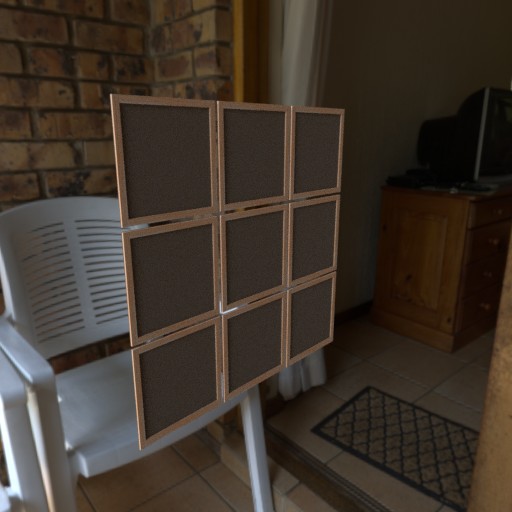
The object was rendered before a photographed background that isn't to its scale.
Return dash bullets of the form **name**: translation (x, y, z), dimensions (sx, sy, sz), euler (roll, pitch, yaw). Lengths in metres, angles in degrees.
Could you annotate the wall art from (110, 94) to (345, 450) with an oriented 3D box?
- **wall art**: translation (0.000, 0.000, 2.338), dimensions (0.013, 1.525, 1.520), euler (14, 21, 42)
